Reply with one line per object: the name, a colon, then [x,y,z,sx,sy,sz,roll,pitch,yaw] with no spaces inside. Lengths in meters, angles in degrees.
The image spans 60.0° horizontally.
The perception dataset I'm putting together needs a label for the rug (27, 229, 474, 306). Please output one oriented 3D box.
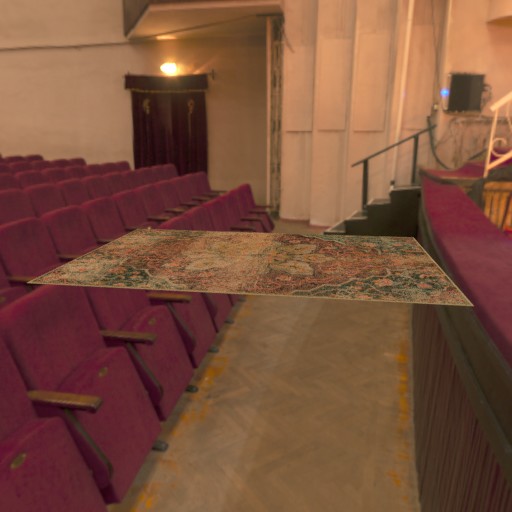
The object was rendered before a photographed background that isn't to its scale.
rug: [0.000,0.000,3.012,2.363,0.004,1.566,3,15,9]
